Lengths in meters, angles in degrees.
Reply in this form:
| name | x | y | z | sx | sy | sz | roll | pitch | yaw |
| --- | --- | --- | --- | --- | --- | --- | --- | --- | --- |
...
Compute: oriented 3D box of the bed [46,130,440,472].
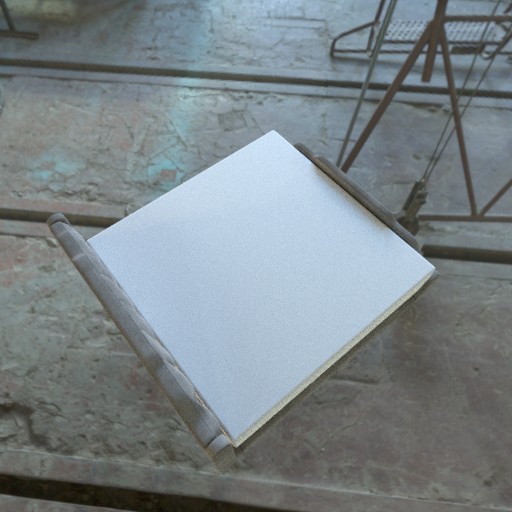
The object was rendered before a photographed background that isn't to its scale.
| name | x | y | z | sx | sy | sz | roll | pitch | yaw |
| --- | --- | --- | --- | --- | --- | --- | --- | --- | --- |
| bed | 0.000 | 0.000 | 3.565 | 2.340 | 1.245 | 2.074 | -35 | 65 | -19 |
